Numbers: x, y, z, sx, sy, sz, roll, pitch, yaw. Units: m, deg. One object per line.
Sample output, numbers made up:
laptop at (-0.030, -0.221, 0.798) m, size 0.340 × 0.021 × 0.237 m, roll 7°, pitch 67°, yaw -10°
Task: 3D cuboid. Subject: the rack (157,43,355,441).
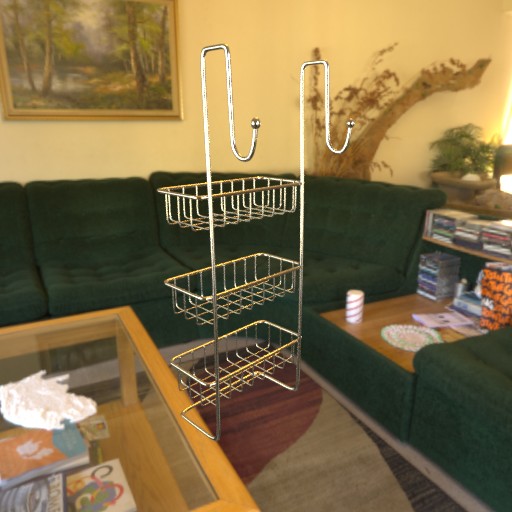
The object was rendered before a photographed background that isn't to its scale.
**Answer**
rack at (0.000, 0.000, 0.691) m, size 0.202 × 0.574 × 0.228 m, roll 16°, pitch 23°, yaw 43°
